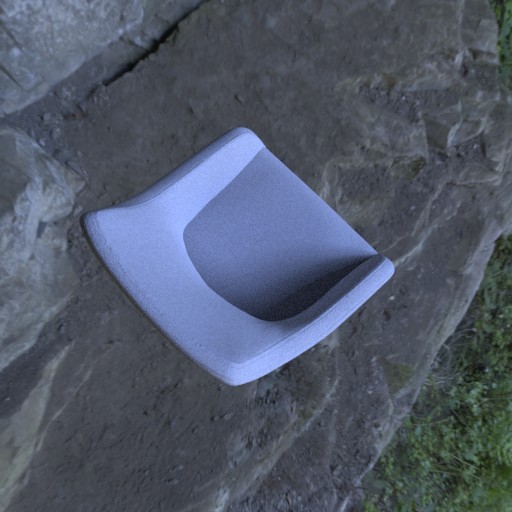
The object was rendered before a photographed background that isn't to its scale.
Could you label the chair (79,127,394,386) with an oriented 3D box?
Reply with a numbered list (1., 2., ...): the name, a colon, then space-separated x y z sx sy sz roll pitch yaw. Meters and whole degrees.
1. chair: 0.000 0.000 1.272 0.600 0.889 0.609 -43 80 -10
